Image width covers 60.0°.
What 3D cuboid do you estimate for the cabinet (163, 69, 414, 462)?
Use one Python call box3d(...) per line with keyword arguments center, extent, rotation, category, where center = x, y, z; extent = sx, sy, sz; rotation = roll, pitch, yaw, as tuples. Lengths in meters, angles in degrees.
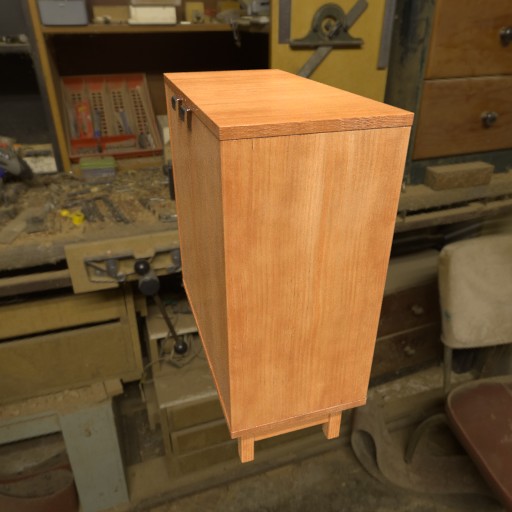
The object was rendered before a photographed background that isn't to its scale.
box3d(center=(0.000, 0.000, 1.401), extent=(0.419, 1.001, 0.800), rotation=(-9, 30, -15), category="cabinet")
